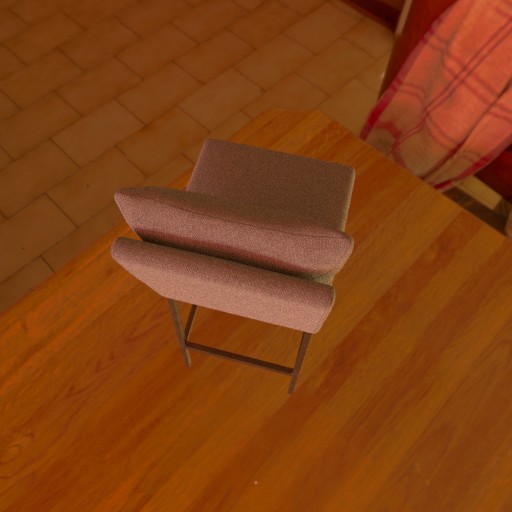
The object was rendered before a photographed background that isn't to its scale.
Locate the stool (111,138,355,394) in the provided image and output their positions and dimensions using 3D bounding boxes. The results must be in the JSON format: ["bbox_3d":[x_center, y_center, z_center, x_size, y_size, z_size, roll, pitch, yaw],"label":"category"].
[{"bbox_3d":[0.000,0.000,1.318,0.463,1.031,0.569,13,64,7],"label":"stool"}]
